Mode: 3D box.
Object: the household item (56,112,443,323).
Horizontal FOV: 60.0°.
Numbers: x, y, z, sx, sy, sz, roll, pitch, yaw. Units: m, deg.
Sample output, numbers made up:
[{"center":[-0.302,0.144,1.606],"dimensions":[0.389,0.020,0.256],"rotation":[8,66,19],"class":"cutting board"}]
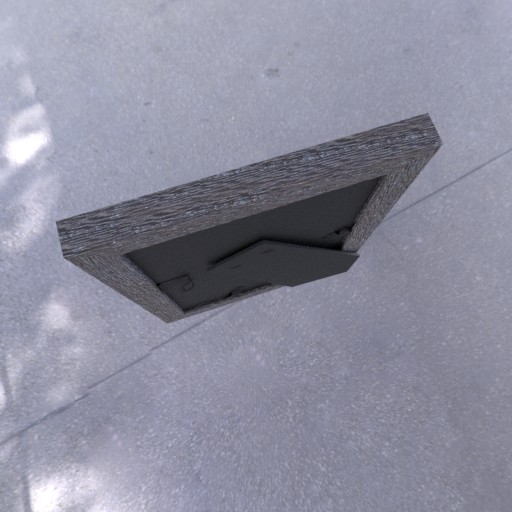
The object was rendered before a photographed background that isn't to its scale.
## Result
[{"center":[0.000,0.000,0.280],"dimensions":[0.160,0.210,0.020],"rotation":[-17,75,-5],"class":"household item"}]
